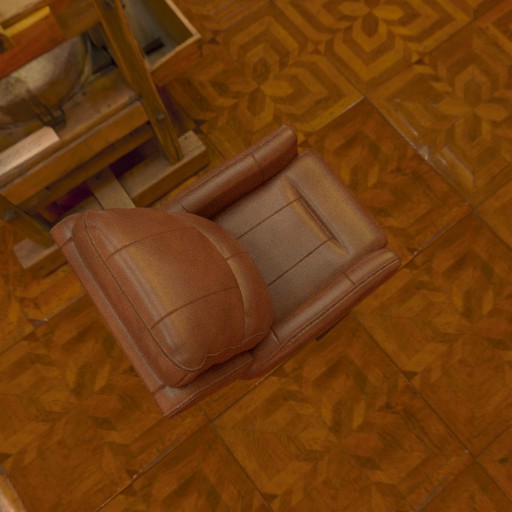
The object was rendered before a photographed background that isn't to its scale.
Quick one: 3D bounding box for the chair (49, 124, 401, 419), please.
[{"bbox_3d":[0.000,0.000,1.746,1.072,1.016,0.821,-35,77,-9],"label":"chair"}]
